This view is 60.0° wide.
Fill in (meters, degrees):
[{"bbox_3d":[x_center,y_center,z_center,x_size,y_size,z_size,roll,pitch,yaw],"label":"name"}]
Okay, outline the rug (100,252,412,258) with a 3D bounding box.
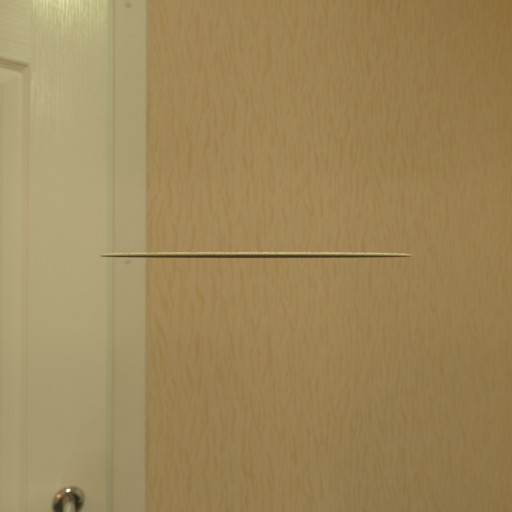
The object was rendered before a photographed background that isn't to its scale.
[{"bbox_3d":[0.000,0.000,2.402,1.593,0.012,1.593,0,-1,0],"label":"rug"}]
